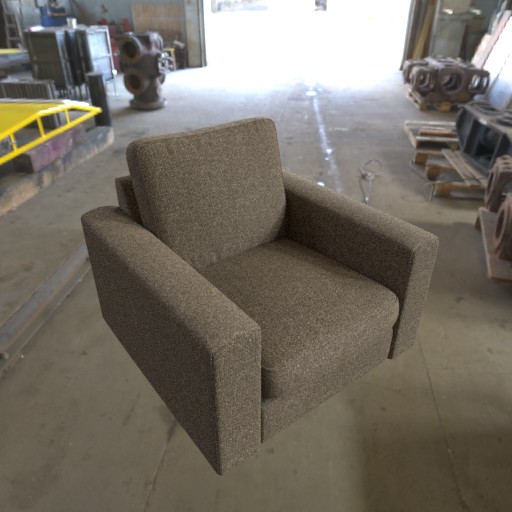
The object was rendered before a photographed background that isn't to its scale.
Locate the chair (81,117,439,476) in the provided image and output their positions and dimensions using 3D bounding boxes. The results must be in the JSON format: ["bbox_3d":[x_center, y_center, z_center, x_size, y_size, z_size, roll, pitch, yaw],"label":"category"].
[{"bbox_3d":[0.000,0.000,1.742,1.005,0.873,1.016,-22,37,-31],"label":"chair"}]
